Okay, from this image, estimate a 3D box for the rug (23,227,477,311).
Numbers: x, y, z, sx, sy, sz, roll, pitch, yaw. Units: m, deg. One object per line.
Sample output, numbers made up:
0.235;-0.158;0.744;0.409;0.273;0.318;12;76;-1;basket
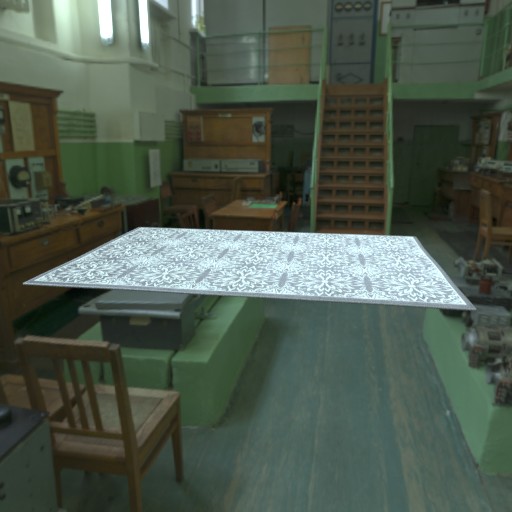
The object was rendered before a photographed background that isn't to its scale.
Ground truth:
0.000;0.000;3.503;2.746;0.018;1.819;2;16;9;rug
